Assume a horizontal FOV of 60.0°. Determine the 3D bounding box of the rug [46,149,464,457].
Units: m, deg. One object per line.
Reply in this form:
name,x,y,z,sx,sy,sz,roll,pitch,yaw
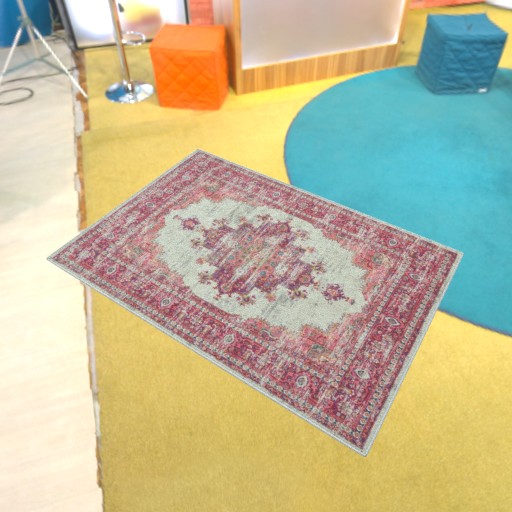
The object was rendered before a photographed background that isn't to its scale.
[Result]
rug,0.000,0.000,2.876,2.232,0.011,1.555,26,51,23
